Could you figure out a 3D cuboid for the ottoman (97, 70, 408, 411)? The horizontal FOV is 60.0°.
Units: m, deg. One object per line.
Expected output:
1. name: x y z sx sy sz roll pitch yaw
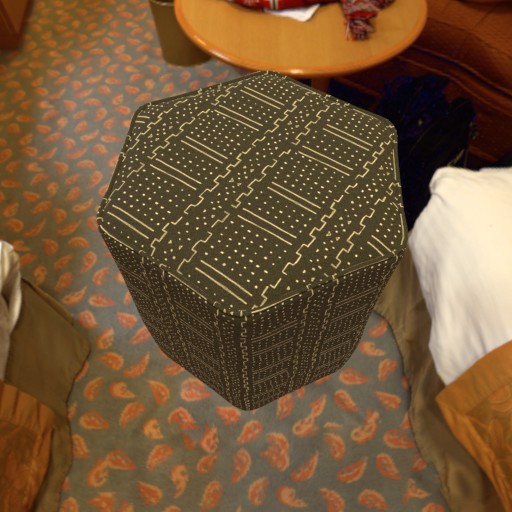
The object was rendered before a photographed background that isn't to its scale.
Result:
1. ottoman: 0.000 0.000 0.867 0.494 0.502 0.443 31 62 18
